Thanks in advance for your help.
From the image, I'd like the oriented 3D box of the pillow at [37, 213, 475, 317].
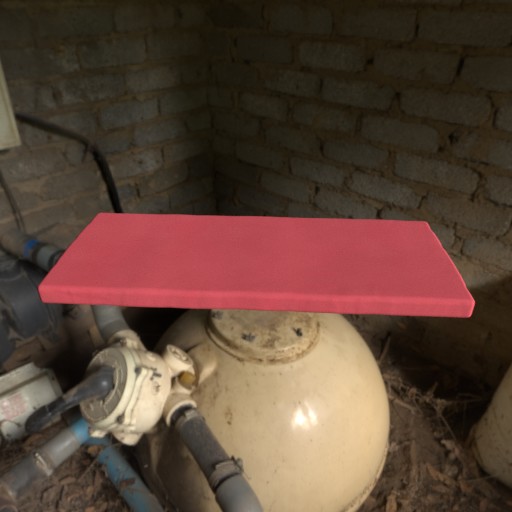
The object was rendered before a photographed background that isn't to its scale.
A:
[{"bbox_3d":[0.000,0.000,1.363,1.187,0.081,0.492,2,32,3],"label":"pillow"}]
